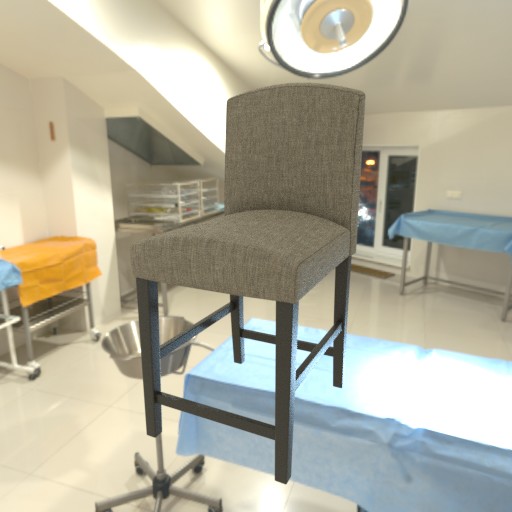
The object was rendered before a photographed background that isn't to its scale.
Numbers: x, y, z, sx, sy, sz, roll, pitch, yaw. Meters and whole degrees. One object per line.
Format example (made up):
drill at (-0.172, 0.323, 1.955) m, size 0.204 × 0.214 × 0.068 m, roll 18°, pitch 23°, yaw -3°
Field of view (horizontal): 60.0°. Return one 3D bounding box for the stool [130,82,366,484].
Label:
stool at (0.000, 0.000, 1.242) m, size 0.451 × 0.966 × 0.552 m, roll 7°, pitch 16°, yaw 26°
